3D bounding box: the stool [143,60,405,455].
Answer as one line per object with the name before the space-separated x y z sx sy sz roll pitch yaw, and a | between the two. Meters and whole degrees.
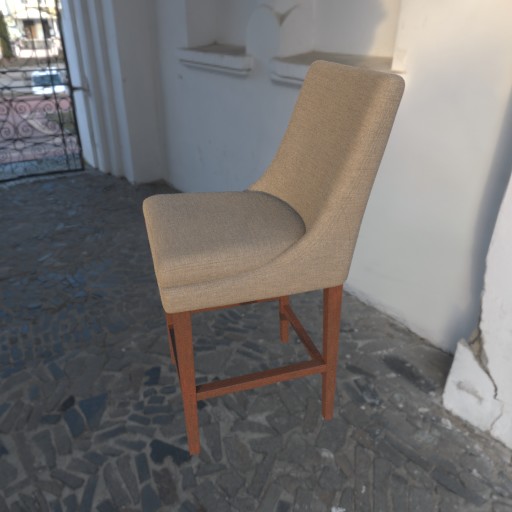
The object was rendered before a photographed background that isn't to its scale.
stool | 0.000 0.000 1.255 0.577 0.981 0.470 -8 29 -15
